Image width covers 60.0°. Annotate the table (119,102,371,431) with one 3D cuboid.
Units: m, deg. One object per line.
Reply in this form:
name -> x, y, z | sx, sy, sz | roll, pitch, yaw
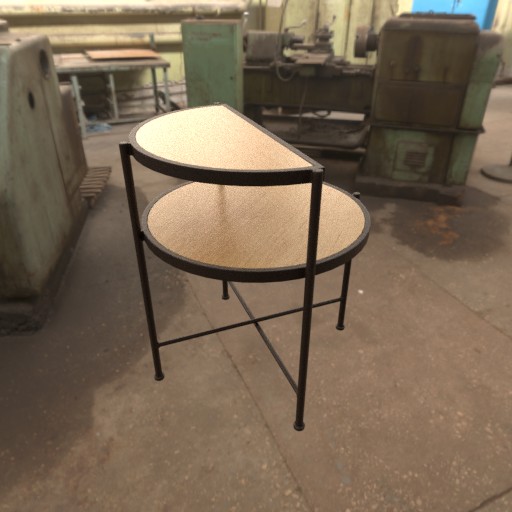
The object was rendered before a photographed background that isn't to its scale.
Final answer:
table -> 0.000, 0.000, 1.199 | 0.628, 0.684, 0.629 | -11, 33, -18
